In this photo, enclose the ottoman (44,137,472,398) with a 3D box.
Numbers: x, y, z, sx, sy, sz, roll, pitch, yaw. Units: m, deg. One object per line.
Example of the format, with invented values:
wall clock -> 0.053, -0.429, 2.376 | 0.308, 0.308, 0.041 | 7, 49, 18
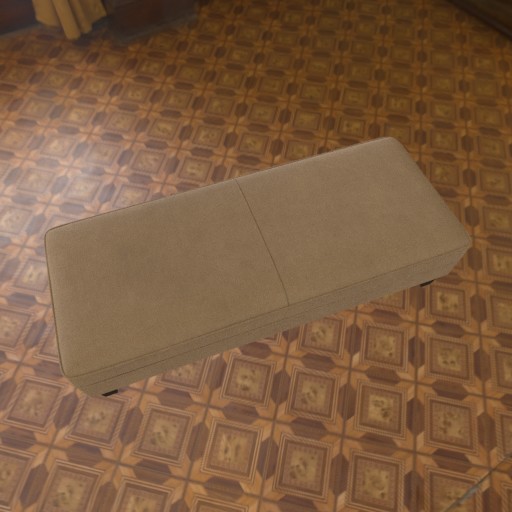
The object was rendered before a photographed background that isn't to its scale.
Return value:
ottoman -> 0.000, 0.000, 2.025 | 1.726, 0.460, 0.735 | -17, 60, -10
